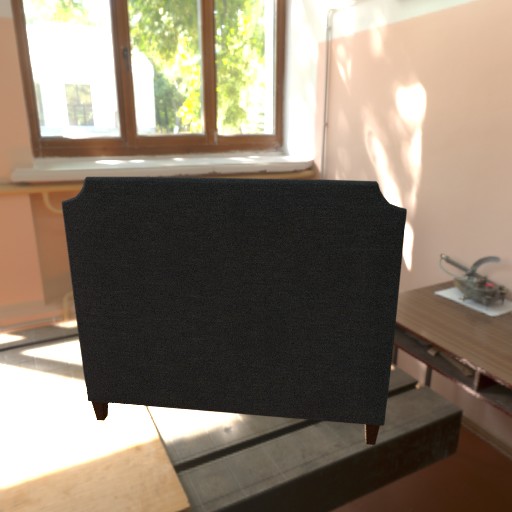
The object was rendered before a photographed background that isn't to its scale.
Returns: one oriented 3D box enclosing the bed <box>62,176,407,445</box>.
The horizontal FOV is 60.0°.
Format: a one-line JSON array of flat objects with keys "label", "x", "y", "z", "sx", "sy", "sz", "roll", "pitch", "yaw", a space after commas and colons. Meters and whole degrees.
[{"label": "bed", "x": 0.000, "y": 0.000, "z": 3.408, "sx": 1.713, "sy": 1.443, "sz": 2.372, "roll": 2, "pitch": 17, "yaw": 7}]
